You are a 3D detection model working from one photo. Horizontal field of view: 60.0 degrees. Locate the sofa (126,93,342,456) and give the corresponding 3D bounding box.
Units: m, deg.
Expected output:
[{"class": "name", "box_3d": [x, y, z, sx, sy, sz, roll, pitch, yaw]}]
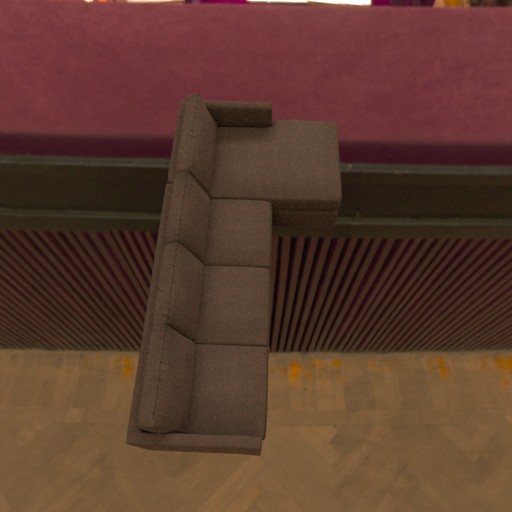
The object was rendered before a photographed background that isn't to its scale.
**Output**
[{"class": "sofa", "box_3d": [0.000, 0.000, 3.930, 1.650, 0.922, 3.205, 2, 63, 1]}]
